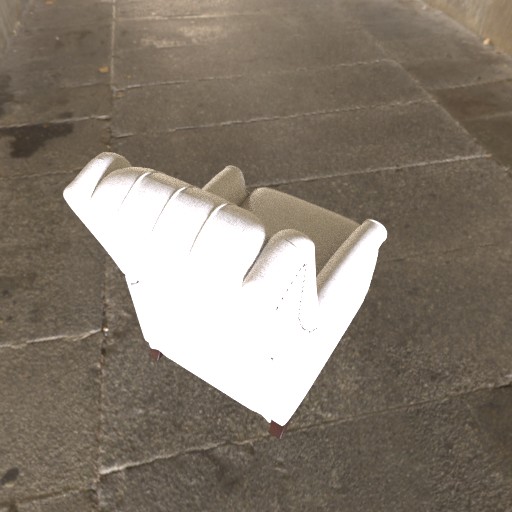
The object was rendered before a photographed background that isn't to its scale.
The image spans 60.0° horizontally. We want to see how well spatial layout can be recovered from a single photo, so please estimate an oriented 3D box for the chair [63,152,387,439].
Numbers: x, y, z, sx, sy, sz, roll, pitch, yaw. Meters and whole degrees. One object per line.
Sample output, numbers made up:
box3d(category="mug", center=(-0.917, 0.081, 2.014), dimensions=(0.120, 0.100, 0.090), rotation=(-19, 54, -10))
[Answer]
box3d(category="chair", center=(0.000, 0.000, 1.629), dimensions=(0.742, 1.035, 0.902), rotation=(25, 51, 22))
